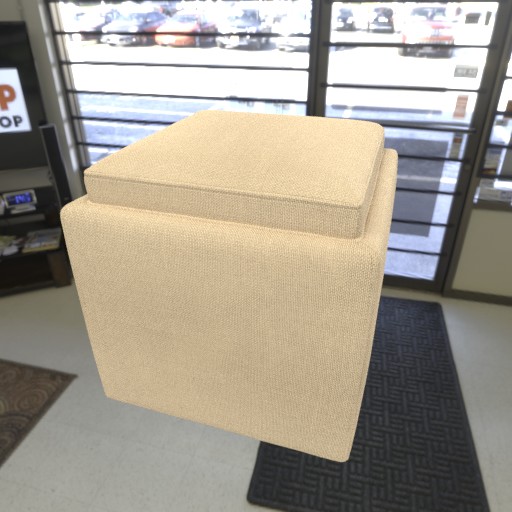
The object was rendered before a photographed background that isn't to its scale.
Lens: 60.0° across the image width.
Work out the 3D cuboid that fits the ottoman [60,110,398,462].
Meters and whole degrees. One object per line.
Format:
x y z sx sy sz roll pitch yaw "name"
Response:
0.000 0.000 0.810 0.450 0.460 0.451 9 31 16 "ottoman"
